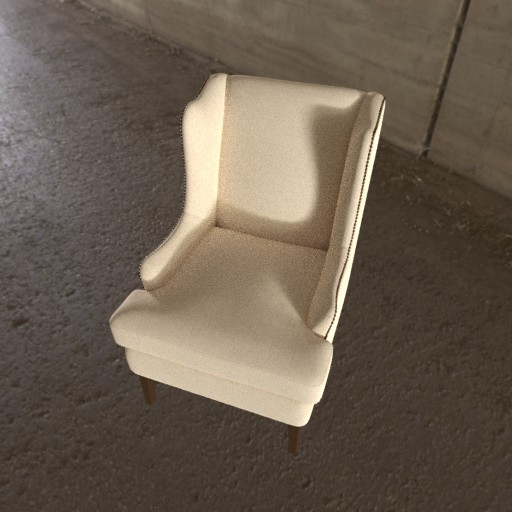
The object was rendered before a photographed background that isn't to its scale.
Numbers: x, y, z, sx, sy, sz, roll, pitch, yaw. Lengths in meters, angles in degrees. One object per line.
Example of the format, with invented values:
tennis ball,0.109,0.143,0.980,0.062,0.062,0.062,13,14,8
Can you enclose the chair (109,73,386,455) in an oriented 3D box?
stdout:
chair,0.000,0.000,1.677,0.737,1.029,0.940,13,43,15
